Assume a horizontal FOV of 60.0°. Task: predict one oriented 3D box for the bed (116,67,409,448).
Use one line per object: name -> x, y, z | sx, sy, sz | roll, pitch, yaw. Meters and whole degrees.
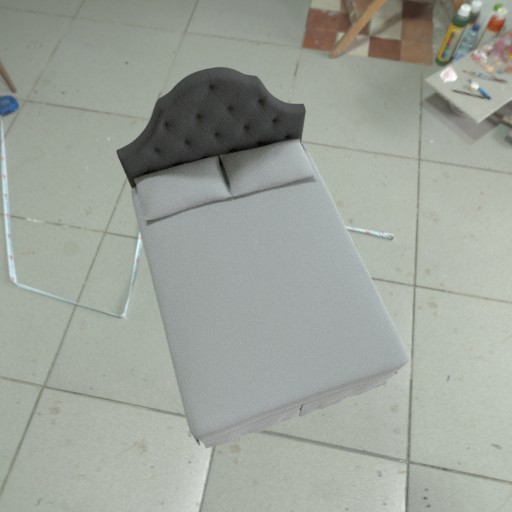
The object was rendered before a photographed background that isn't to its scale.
bed -> 0.000, 0.000, 3.229 | 1.636, 1.575, 2.155 | -17, 64, -8
